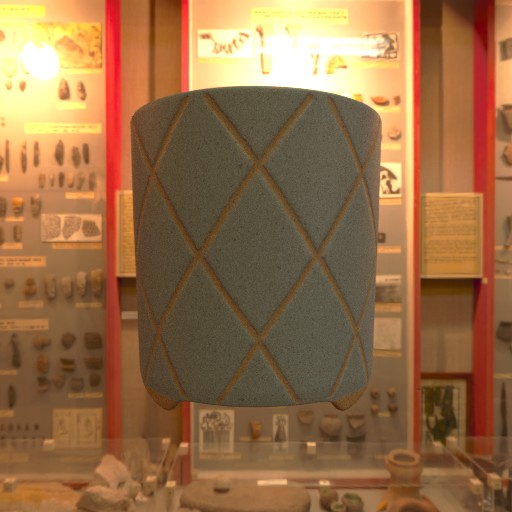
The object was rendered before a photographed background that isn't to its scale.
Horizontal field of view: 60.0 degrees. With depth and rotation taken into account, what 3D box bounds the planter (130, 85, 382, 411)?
[{"bbox_3d":[0.000,0.000,0.350,0.191,0.200,0.191,0,1,0],"label":"planter"}]
